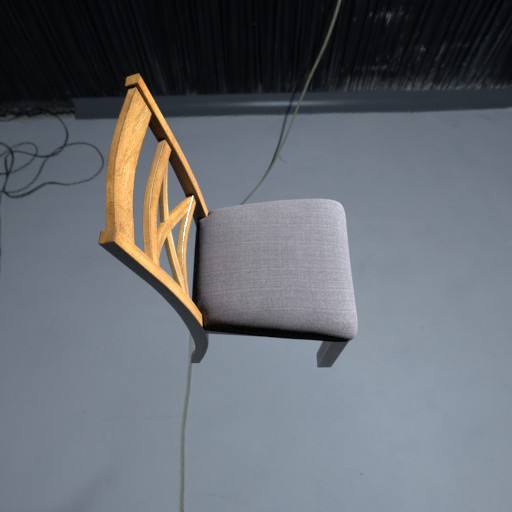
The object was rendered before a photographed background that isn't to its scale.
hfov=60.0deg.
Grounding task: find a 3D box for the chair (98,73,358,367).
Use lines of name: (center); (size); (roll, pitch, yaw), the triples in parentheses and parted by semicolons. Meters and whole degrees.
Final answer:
chair: (0.000, 0.000, 1.284); (0.581, 0.949, 0.470); (0, 64, 0)
